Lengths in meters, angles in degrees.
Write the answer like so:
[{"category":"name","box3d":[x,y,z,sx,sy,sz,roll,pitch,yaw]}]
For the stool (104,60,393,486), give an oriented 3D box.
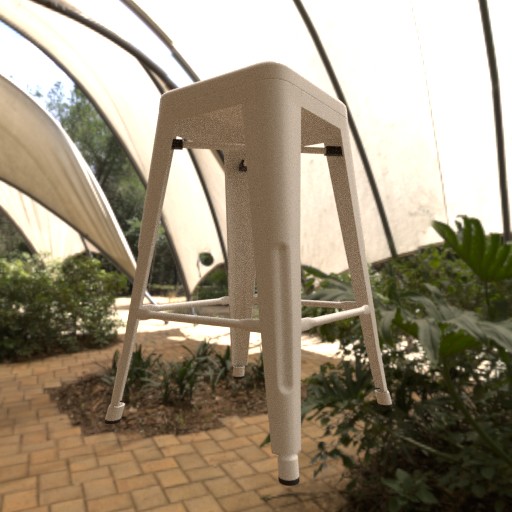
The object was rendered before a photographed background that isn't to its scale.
[{"category":"stool","box3d":[0.000,0.000,0.862,0.406,0.610,0.406,0,-1,35]}]
